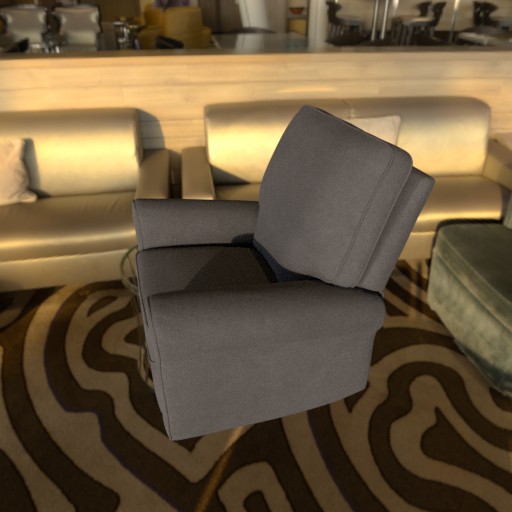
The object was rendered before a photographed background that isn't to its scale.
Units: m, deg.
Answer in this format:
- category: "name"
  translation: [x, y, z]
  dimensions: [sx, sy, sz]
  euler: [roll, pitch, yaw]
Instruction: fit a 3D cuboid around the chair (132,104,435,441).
- category: "chair"
  translation: [0.000, 0.000, 1.654]
  dimensions: [0.878, 0.961, 0.890]
  euler: [-9, 32, -14]
